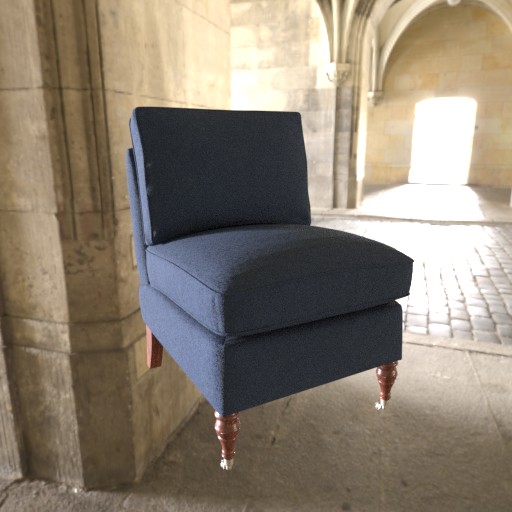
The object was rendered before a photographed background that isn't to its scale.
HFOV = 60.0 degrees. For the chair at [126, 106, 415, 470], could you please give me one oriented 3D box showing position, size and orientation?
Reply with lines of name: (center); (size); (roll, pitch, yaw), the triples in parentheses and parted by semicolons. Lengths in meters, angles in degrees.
chair: (0.000, 0.000, 1.625); (0.724, 1.052, 0.912); (-8, 17, -28)
